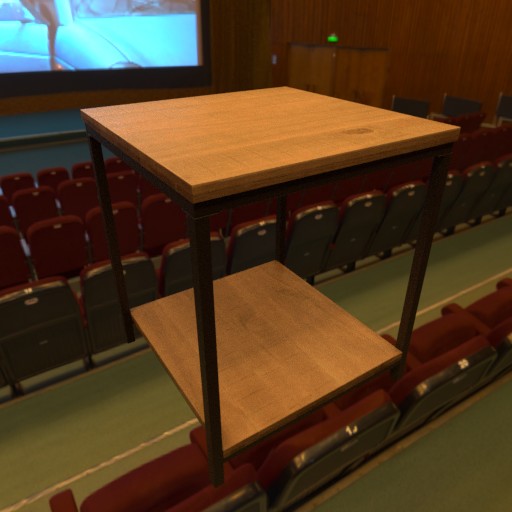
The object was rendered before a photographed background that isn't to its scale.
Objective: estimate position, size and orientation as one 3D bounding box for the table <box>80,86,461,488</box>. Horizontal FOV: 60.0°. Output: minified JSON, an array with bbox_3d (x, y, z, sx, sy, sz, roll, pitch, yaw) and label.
[{"bbox_3d":[0.000,0.000,0.965,0.507,0.589,0.503,-18,34,-28],"label":"table"}]
